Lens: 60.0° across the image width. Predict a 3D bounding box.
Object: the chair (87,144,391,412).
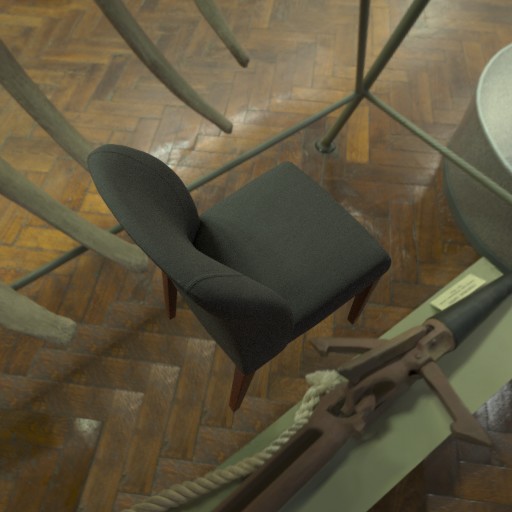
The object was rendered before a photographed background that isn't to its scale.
[{"bbox_3d":[0.000,0.000,1.232,0.619,0.879,0.506,-32,63,-18],"label":"chair"}]
